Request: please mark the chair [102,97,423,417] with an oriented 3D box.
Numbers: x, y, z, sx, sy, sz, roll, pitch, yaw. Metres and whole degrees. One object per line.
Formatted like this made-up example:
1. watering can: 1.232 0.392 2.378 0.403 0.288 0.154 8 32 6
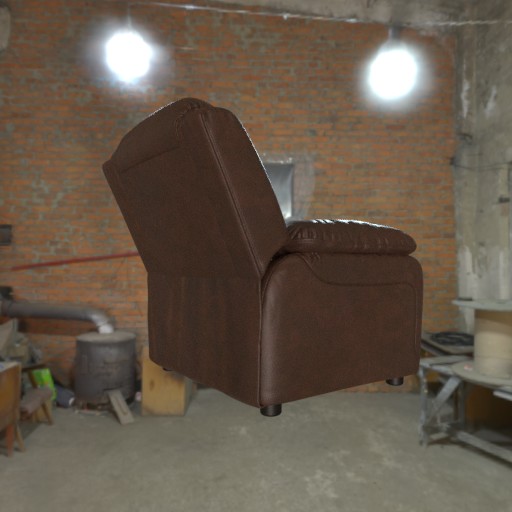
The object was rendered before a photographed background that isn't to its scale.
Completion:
1. chair: 0.000 0.000 1.263 0.707 0.702 0.680 1 -1 -36
